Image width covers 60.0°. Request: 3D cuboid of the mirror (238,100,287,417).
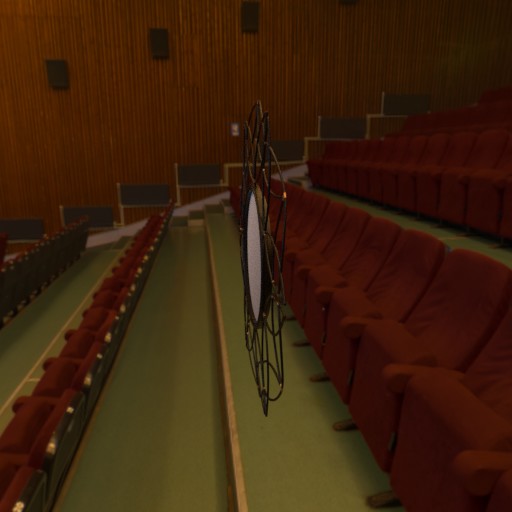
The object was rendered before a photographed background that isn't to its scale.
[{"bbox_3d":[0.000,0.000,1.164,0.028,0.775,0.797,-2,14,-8],"label":"mirror"}]
